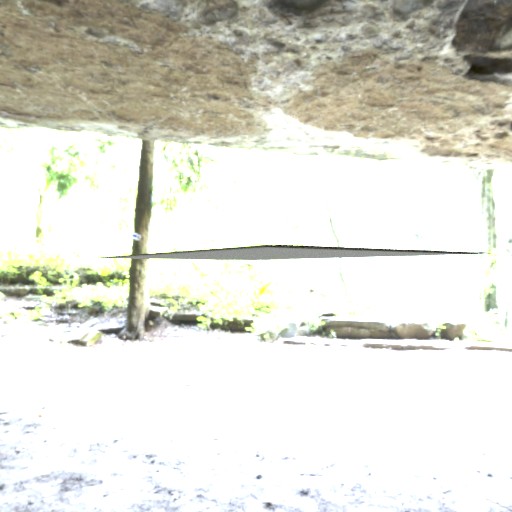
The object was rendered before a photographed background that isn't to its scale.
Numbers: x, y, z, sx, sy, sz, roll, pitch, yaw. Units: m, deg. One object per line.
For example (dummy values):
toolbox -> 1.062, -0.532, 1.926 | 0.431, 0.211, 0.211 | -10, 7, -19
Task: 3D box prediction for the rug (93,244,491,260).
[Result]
rug -> 0.000, 0.000, 3.041 | 1.544, 0.010, 2.435 | 1, -2, -35
